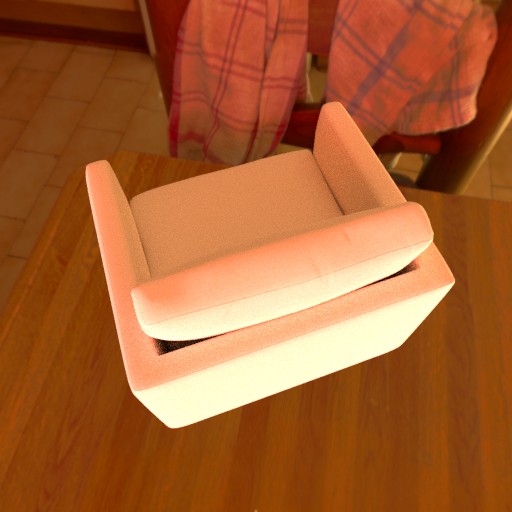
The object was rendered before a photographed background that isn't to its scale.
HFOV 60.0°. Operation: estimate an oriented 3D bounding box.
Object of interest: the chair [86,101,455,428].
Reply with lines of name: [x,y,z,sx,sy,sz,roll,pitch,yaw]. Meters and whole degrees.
chair: [0.000,0.000,1.662,1.019,0.885,0.878,-17,62,-10]
